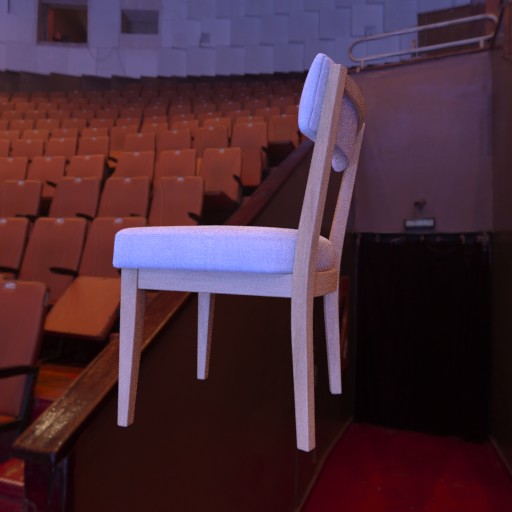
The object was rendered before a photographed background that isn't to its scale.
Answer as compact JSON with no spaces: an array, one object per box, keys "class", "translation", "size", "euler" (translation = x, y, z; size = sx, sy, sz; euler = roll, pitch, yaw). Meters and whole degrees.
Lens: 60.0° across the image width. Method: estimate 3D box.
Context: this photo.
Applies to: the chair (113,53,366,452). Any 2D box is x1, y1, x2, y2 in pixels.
[{"class":"chair","translation":[0.000,0.000,1.196],"size":[0.572,0.832,0.508],"euler":[0,0,19]}]
